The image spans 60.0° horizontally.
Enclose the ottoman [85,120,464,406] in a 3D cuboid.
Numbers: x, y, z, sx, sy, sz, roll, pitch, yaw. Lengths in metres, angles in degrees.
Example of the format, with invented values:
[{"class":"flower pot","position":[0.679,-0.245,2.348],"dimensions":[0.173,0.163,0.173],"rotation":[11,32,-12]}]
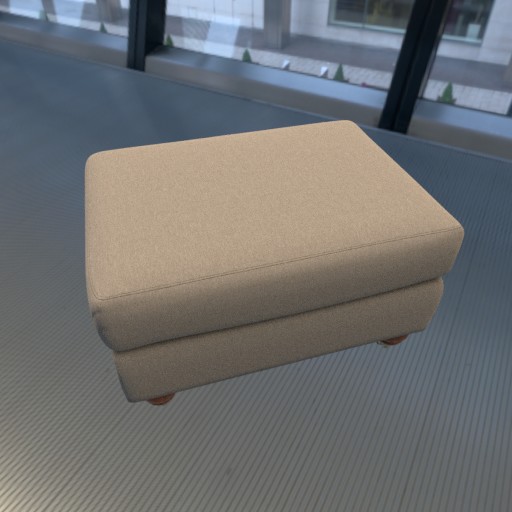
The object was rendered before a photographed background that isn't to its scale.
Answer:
[{"class":"ottoman","position":[0.000,0.000,1.152],"dimensions":[0.773,0.497,0.574],"rotation":[-11,42,-12]}]
